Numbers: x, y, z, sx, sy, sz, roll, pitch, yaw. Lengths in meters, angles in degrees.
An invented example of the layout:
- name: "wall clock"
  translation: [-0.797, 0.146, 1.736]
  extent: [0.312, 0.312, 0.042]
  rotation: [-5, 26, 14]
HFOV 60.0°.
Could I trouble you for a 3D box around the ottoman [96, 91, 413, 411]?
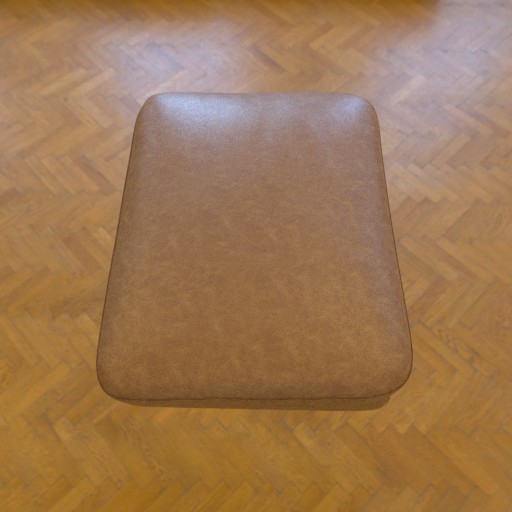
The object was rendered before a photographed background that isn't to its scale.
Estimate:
- name: "ottoman"
  translation: [0.000, 0.000, 1.100]
  extent: [0.593, 0.478, 0.747]
  rotation: [0, 64, 0]
